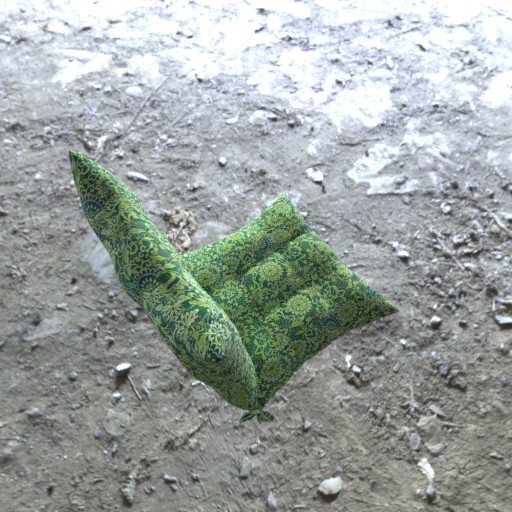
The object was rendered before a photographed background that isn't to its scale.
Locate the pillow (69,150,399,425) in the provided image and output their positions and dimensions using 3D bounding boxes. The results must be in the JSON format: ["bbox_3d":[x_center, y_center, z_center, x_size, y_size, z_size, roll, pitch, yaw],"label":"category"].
[{"bbox_3d":[0.000,0.000,1.012,0.585,0.536,0.541,-31,62,-19],"label":"pillow"}]
